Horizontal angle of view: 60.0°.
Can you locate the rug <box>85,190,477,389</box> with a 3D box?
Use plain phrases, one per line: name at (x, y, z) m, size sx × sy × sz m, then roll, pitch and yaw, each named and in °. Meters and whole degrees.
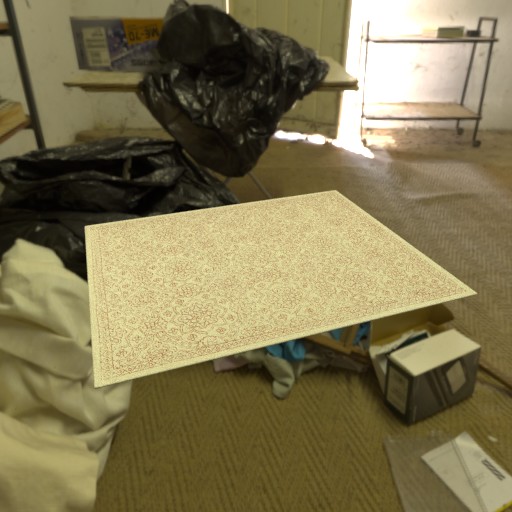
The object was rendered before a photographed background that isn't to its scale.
rug at (0.000, 0.000, 4.237) m, size 3.050 × 0.015 × 2.441 m, roll -10°, pitch 32°, yaw -17°
